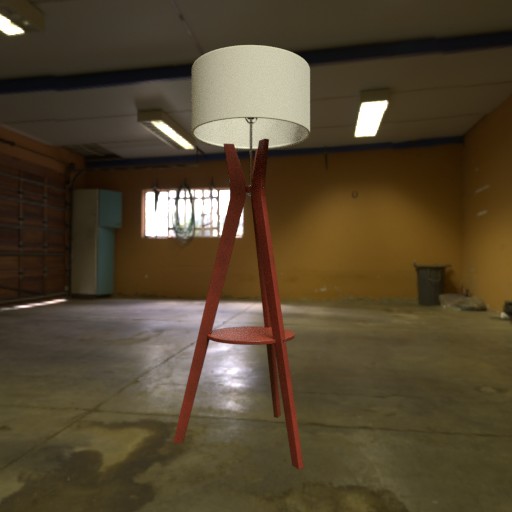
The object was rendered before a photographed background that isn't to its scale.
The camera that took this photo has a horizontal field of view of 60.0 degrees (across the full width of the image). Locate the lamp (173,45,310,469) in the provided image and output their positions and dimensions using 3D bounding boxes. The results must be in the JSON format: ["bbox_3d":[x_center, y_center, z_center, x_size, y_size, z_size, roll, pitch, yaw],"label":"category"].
[{"bbox_3d":[0.000,0.000,1.752,0.539,1.472,0.542,0,0,-35],"label":"lamp"}]
